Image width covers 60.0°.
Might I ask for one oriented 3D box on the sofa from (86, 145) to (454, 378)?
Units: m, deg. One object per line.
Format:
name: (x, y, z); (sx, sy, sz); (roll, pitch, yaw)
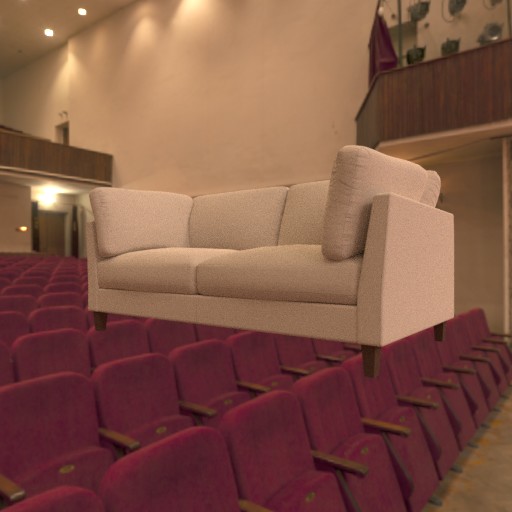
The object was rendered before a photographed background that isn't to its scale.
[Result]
sofa: (0.000, 0.000, 2.327); (1.776, 0.836, 0.970); (0, -1, 38)
